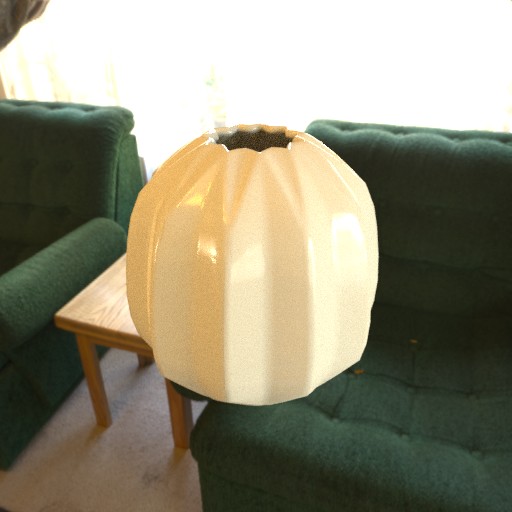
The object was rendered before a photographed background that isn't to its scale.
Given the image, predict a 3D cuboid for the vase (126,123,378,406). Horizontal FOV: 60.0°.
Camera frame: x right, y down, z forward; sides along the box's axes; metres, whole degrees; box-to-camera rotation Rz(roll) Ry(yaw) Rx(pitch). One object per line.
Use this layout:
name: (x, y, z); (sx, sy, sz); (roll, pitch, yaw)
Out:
vase: (0.000, 0.000, 0.246); (0.139, 0.134, 0.139); (0, 30, 0)
